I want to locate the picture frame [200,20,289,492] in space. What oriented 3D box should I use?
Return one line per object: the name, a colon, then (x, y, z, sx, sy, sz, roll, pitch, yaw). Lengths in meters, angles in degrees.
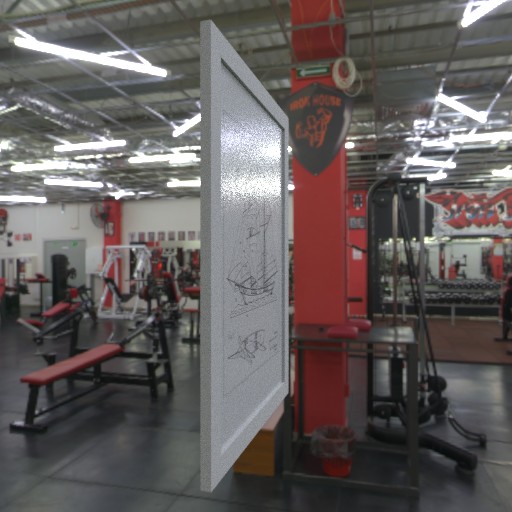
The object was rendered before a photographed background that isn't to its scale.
picture frame: (0.000, 0.000, 0.587, 0.011, 0.459, 0.326, 0, 0, 17)
